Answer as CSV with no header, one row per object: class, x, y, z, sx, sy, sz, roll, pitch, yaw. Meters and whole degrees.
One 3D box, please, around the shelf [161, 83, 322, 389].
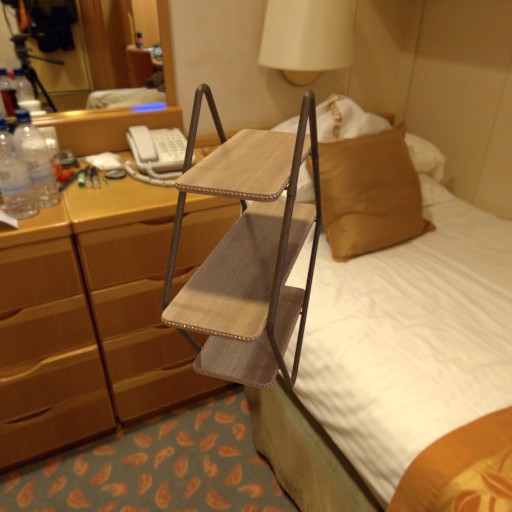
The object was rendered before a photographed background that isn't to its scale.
shelf,0.000,0.000,1.065,0.234,0.774,0.609,9,32,15
